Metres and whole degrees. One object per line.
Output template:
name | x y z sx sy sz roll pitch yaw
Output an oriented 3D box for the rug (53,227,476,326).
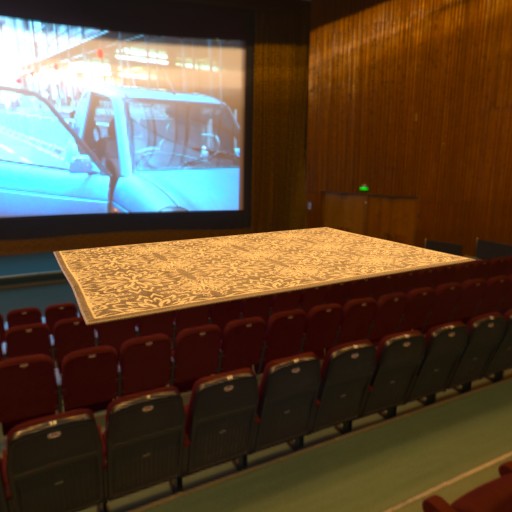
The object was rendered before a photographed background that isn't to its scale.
rug | 0.000 0.000 2.315 1.847 0.012 1.224 -7 14 -28
